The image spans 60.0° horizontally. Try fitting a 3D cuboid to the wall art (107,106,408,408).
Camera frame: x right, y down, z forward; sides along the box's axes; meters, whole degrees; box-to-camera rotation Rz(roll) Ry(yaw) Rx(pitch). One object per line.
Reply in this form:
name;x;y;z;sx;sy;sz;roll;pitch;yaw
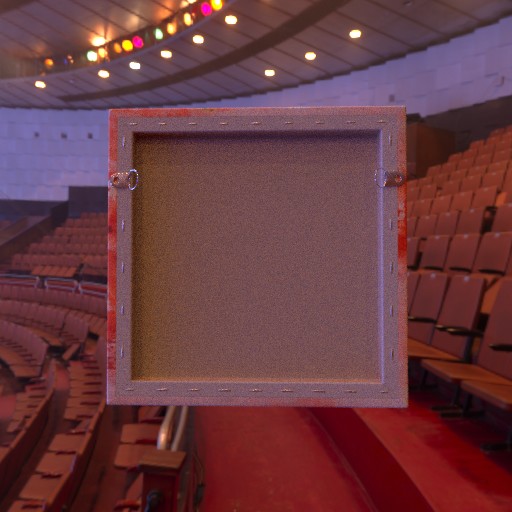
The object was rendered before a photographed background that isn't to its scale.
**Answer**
wall art;0.000;0.000;1.108;0.747;0.746;0.064;0;-1;2
